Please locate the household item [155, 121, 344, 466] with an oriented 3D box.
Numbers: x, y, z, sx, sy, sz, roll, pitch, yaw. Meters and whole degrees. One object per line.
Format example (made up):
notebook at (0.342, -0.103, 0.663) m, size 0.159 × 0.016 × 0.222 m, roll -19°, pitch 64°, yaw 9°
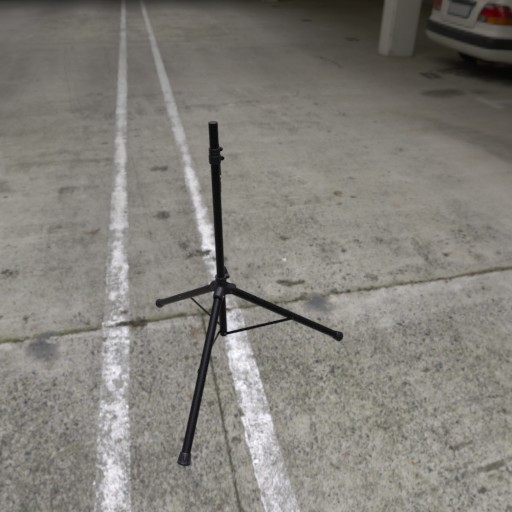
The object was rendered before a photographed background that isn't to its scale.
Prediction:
household item at (0.000, 0.000, 1.864) m, size 0.907 × 1.136 × 1.045 m, roll -7°, pitch 32°, yaw -12°
